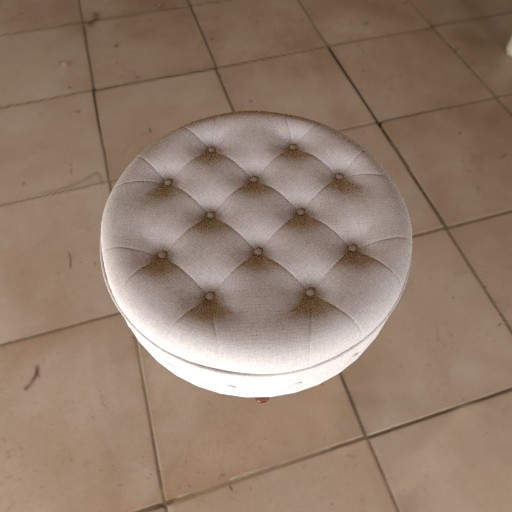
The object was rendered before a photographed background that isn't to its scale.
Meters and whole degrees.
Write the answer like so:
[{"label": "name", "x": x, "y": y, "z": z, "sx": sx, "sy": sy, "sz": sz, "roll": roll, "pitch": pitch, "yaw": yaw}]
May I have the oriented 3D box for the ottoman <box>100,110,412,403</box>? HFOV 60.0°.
[{"label": "ottoman", "x": 0.000, "y": 0.000, "z": 1.364, "sx": 0.849, "sy": 0.478, "sz": 0.849, "roll": 0, "pitch": 58, "yaw": 0}]
